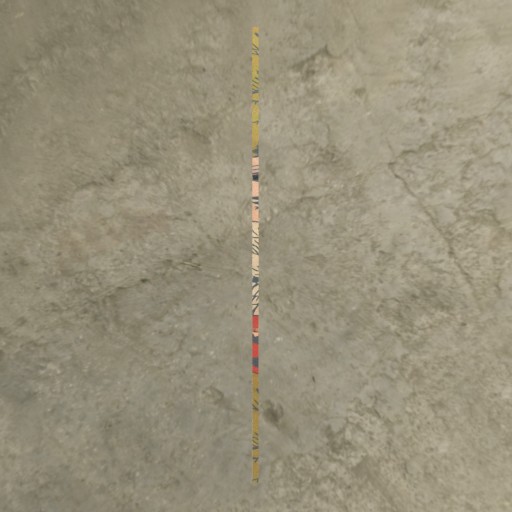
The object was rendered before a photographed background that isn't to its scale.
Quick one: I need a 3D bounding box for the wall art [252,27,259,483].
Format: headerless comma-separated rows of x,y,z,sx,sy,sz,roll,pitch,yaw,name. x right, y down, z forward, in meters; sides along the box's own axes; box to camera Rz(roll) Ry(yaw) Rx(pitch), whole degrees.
0.000,0.000,1.336,0.013,0.913,0.904,0,89,0,wall art
